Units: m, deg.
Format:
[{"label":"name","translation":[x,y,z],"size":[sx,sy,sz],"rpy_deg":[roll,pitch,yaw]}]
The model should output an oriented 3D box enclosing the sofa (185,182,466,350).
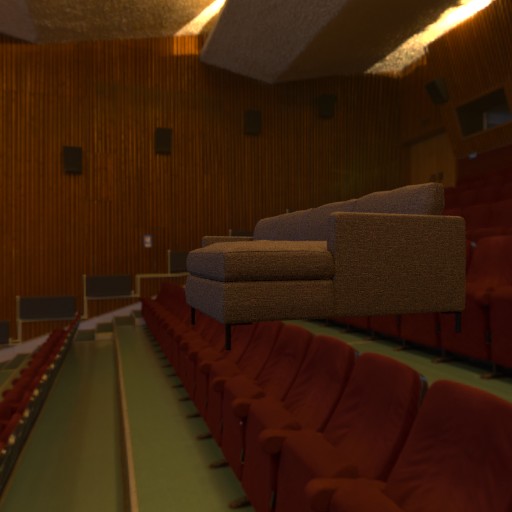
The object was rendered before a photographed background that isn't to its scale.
[{"label":"sofa","translation":[0.000,0.000,3.797],"size":[1.483,0.892,3.221],"rpy_deg":[0,0,-19]}]
